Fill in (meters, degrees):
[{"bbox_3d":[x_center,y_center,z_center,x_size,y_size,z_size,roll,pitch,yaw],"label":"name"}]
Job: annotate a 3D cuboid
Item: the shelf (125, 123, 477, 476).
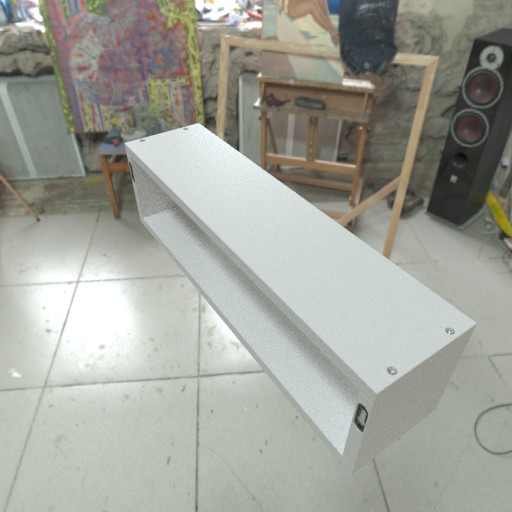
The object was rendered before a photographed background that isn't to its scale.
[{"bbox_3d":[0.000,0.000,0.682,0.150,0.170,0.610,-24,46,-25],"label":"shelf"}]
